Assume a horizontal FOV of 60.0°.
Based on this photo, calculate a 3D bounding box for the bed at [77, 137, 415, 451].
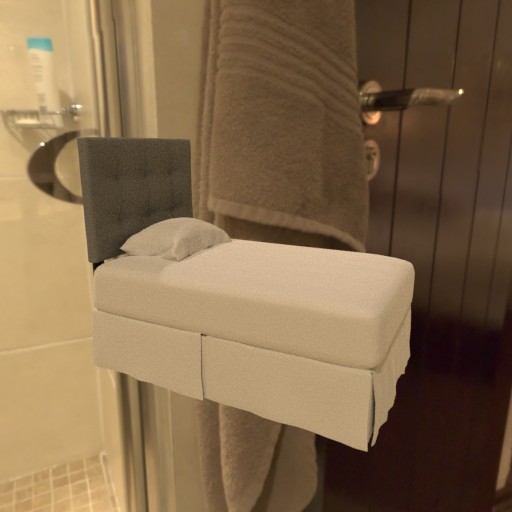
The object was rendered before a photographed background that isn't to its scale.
[{"bbox_3d":[0.000,0.000,3.023,1.997,1.571,1.261,7,16,26],"label":"bed"}]
